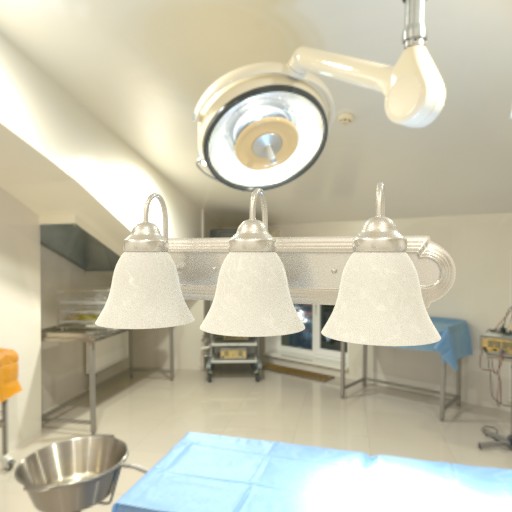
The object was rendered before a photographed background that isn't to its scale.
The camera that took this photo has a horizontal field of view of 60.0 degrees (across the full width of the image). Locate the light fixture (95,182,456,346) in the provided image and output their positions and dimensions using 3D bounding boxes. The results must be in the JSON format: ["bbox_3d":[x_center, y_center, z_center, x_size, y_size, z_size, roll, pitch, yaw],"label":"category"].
[{"bbox_3d":[0.000,0.000,0.713,0.610,0.222,0.199,0,1,18],"label":"light fixture"}]
